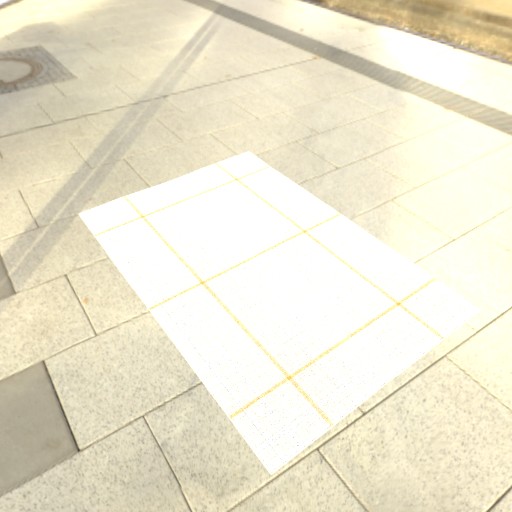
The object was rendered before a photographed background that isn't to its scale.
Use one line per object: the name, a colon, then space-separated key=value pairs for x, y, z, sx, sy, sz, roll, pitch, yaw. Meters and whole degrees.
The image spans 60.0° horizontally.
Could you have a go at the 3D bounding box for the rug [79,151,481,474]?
rug: x=0.000 y=0.000 z=2.313 sx=1.232 sy=0.015 sz=1.825 roll=-27 pitch=49 yaw=-26
